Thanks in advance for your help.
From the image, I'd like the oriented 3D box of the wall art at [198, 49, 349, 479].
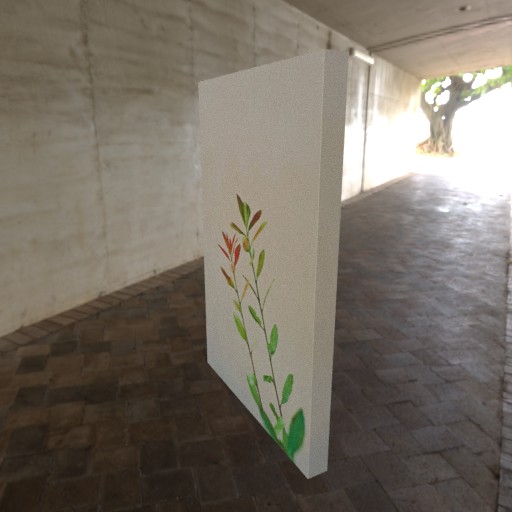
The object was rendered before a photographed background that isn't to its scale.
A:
[{"bbox_3d":[0.000,0.000,0.784,0.038,0.611,0.408,-8,18,-27],"label":"wall art"}]
